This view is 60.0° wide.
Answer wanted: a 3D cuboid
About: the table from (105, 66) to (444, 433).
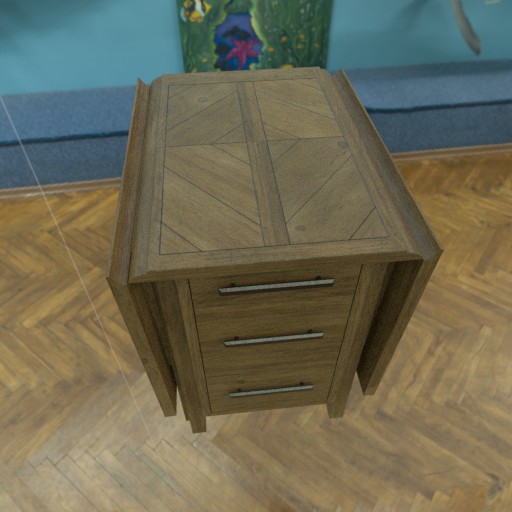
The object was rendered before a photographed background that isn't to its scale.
[{"bbox_3d":[0.000,0.000,1.292,0.591,0.763,0.746,-5,47,-4],"label":"table"}]
